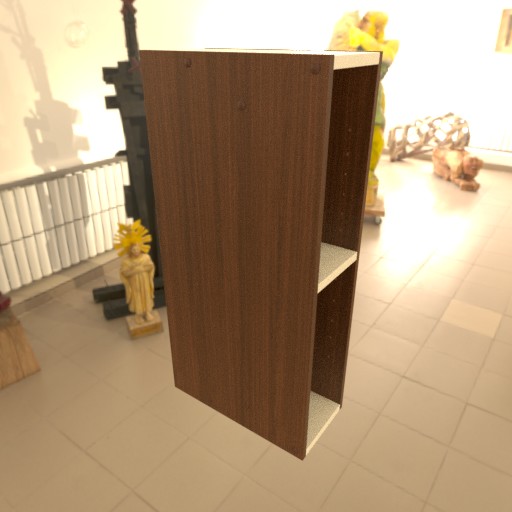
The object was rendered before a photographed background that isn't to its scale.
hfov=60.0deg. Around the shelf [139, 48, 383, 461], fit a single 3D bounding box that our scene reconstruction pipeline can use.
[{"bbox_3d":[0.000,0.000,0.713,0.290,0.600,0.147,18,32,32],"label":"shelf"}]
